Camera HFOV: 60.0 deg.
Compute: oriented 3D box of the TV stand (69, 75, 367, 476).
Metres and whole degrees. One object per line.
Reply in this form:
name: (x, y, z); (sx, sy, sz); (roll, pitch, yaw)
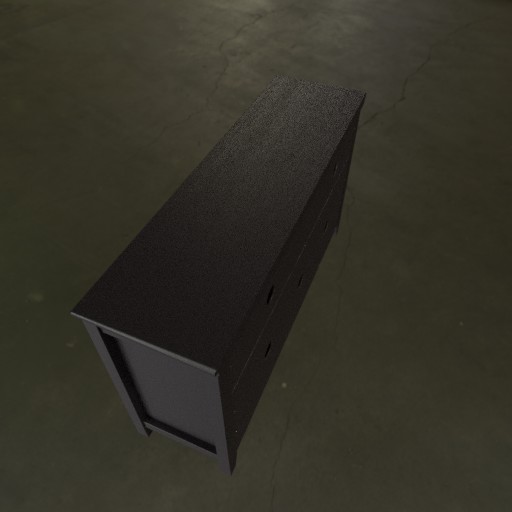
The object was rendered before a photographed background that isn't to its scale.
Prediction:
TV stand: (0.000, 0.000, 1.502); (0.347, 0.681, 1.198); (17, 50, 16)
